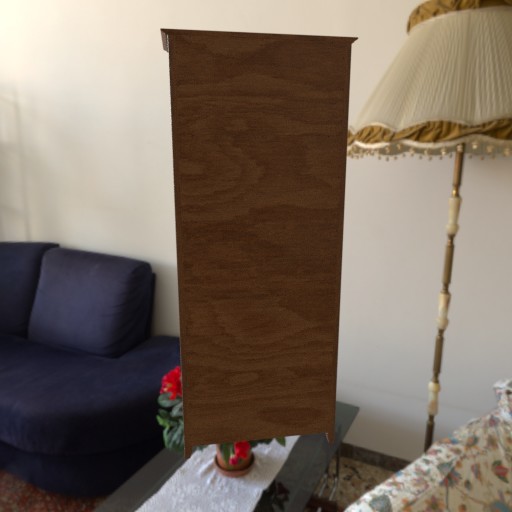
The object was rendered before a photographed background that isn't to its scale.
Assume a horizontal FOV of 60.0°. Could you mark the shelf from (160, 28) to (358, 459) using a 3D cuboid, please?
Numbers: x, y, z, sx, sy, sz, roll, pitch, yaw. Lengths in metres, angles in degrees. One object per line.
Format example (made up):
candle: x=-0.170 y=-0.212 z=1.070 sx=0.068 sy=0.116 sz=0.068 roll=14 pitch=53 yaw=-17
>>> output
shelf: x=0.000 y=0.000 z=2.145 sx=0.805 sy=1.905 sz=0.335 roll=-2 pitch=13 yaw=-9
